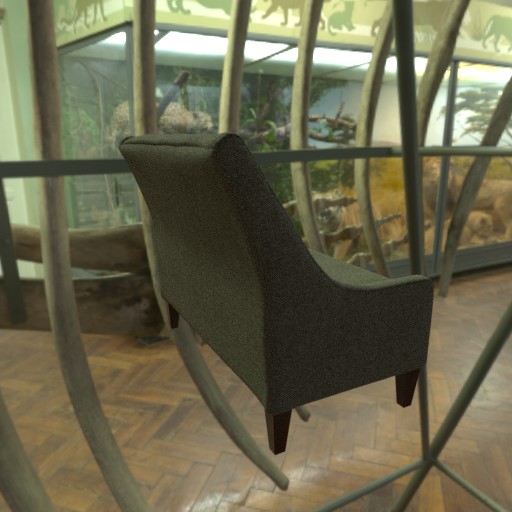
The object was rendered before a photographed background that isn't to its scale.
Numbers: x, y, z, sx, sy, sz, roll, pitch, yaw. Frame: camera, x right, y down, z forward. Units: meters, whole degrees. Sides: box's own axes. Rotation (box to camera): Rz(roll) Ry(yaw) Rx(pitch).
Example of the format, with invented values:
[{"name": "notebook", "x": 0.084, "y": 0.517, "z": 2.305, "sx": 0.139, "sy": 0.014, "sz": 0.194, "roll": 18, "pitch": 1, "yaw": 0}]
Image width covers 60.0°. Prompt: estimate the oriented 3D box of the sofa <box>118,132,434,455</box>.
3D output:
[{"name": "sofa", "x": 0.000, "y": 0.000, "z": 1.925, "sx": 0.870, "sy": 1.021, "sz": 1.242, "roll": -8, "pitch": 16, "yaw": -27}]
